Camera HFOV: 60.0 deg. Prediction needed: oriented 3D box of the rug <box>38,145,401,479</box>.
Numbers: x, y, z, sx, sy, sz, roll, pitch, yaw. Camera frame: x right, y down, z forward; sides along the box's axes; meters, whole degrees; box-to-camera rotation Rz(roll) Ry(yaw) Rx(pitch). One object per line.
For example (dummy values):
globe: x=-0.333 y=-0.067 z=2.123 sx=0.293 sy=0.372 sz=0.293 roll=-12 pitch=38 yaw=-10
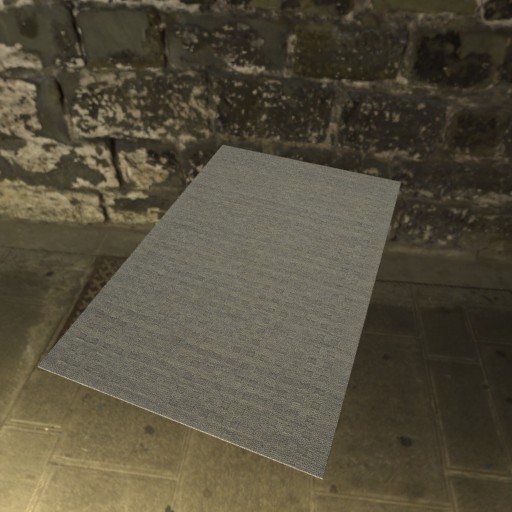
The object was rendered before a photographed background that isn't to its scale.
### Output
rug: x=0.000 y=0.000 z=2.158 sx=1.142 sy=0.006 sz=1.752 roll=15 pitch=47 yaw=15
